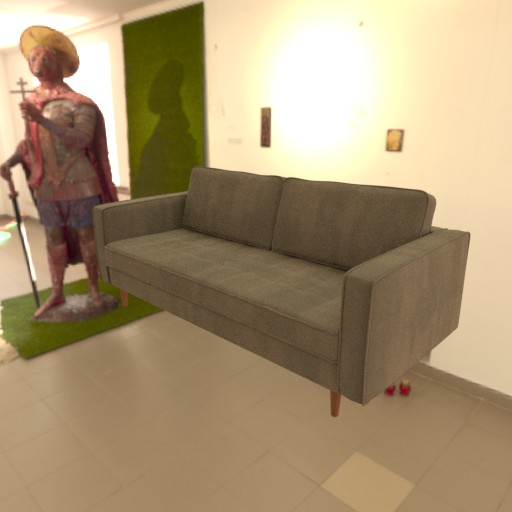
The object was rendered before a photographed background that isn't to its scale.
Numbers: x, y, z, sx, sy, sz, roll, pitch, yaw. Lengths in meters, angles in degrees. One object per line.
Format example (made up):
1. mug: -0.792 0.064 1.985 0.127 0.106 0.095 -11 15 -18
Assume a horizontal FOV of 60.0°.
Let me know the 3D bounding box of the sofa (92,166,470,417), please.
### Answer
1. sofa: 0.000 0.000 2.405 1.920 0.825 0.924 16 23 41
